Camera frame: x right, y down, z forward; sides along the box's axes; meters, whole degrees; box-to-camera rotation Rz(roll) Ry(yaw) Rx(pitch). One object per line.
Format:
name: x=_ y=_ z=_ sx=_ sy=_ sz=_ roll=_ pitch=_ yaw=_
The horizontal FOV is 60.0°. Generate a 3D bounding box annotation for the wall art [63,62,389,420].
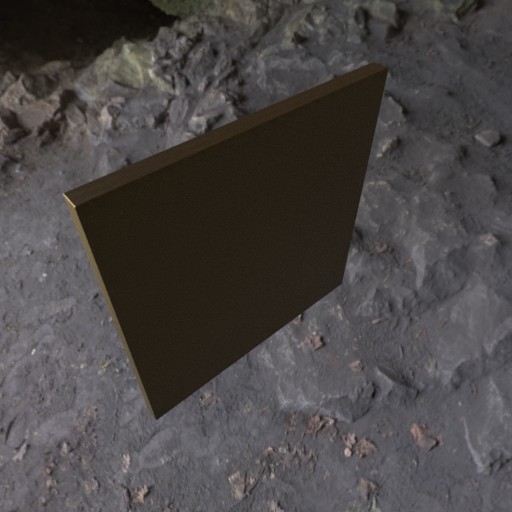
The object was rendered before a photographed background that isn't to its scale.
wall art: x=0.000 y=0.000 z=0.748 sx=0.503 sy=0.506 sz=0.030 roll=-32 pitch=54 yaw=-27
